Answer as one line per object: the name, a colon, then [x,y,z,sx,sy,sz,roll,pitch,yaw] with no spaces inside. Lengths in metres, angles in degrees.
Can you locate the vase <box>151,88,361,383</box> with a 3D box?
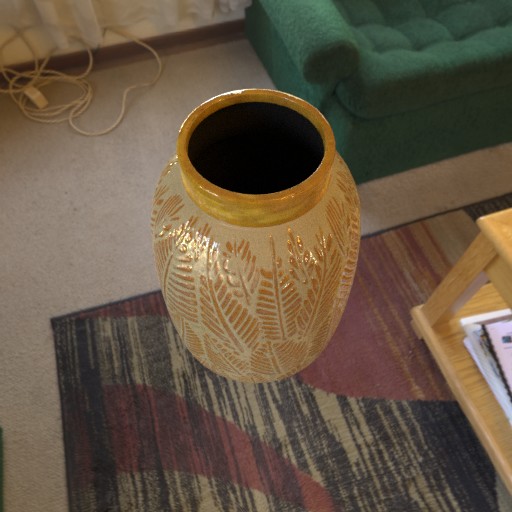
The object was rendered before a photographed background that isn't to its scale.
vase: [0.000,0.000,0.383,0.172,0.270,0.172,0,59,0]
